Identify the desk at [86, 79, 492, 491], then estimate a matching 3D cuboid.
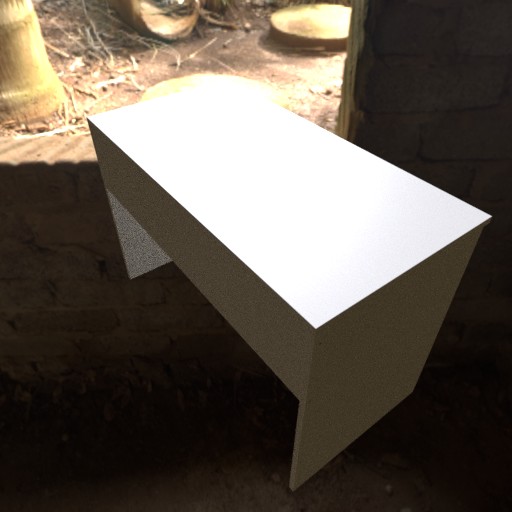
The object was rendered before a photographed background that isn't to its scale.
[{"bbox_3d":[0.000,0.000,1.484,0.560,0.730,1.100,-26,48,-27],"label":"desk"}]
